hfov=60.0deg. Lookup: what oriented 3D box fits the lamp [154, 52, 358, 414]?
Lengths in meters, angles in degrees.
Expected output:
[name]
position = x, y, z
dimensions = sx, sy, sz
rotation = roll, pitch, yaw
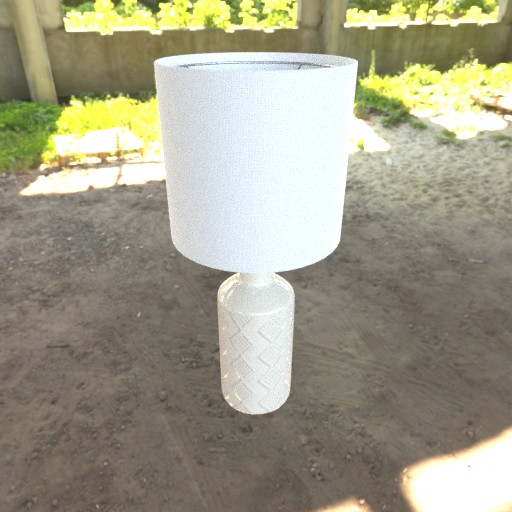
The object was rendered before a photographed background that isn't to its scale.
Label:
[lamp]
position = 0.000, 0.000, 0.567
dimensions = 0.207, 0.461, 0.207
rotation = 18, 33, 30
